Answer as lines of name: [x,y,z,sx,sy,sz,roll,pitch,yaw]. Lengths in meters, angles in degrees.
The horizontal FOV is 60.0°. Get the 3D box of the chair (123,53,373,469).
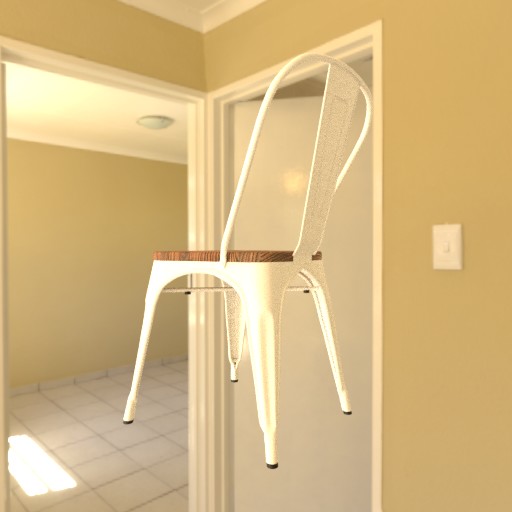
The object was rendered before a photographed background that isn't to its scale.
chair: [0.000,0.000,1.146,0.521,0.851,0.452,1,2,37]
